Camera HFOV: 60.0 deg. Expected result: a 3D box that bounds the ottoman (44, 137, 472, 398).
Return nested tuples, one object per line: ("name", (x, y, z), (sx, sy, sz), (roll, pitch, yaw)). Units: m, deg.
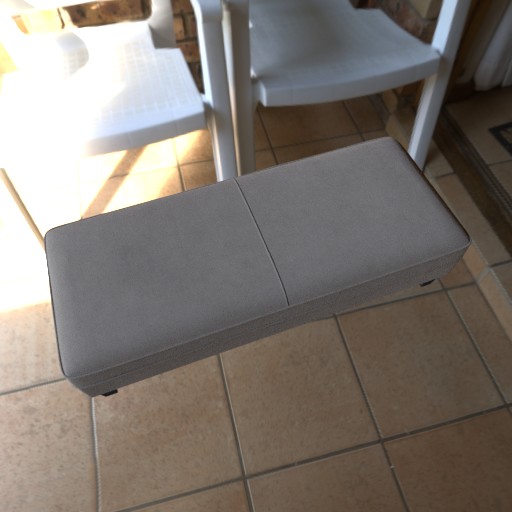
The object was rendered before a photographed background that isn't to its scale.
("ottoman", (0.000, 0.000, 2.025), (1.726, 0.460, 0.735), (-17, 60, -10))
